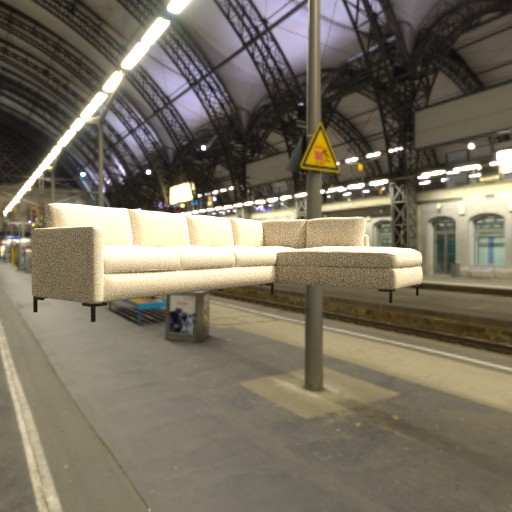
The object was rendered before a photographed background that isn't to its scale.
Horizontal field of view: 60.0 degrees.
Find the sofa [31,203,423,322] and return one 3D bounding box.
[{"bbox_3d":[0.000,0.000,3.838,2.007,0.815,2.949,1,1,37],"label":"sofa"}]
